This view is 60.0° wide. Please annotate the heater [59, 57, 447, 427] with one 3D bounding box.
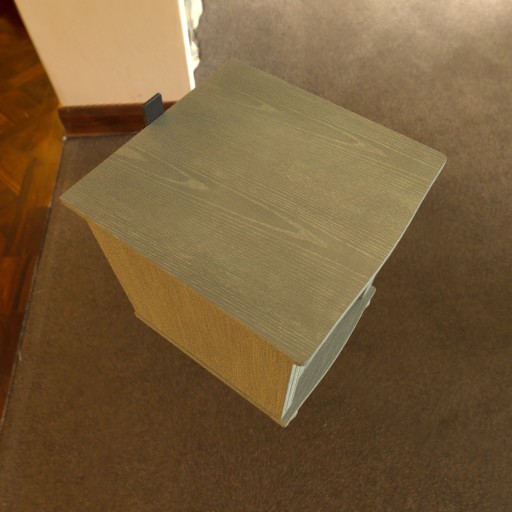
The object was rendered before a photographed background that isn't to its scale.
[{"bbox_3d":[0.000,0.000,0.759,0.400,0.481,0.362,32,63,18],"label":"heater"}]
